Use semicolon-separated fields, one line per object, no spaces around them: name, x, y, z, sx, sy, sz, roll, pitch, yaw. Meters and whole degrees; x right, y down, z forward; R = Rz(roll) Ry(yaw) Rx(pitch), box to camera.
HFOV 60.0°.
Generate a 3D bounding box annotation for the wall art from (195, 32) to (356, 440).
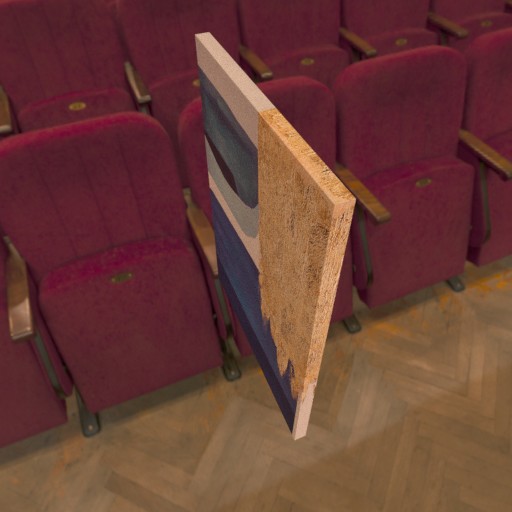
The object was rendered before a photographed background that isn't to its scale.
wall art;0.000;0.000;0.805;0.026;0.613;0.458;-17;50;-15
